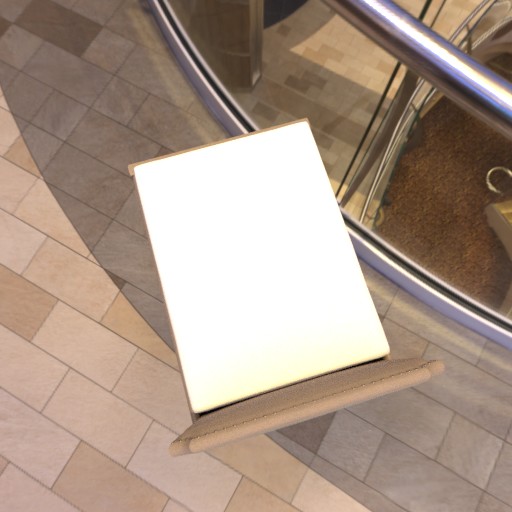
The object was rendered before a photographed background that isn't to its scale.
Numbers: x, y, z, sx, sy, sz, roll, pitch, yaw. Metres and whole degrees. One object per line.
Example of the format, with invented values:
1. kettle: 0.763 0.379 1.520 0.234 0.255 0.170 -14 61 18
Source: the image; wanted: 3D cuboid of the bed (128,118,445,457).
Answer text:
1. bed: 0.000 0.000 3.455 1.713 1.443 2.372 -16 76 -4
